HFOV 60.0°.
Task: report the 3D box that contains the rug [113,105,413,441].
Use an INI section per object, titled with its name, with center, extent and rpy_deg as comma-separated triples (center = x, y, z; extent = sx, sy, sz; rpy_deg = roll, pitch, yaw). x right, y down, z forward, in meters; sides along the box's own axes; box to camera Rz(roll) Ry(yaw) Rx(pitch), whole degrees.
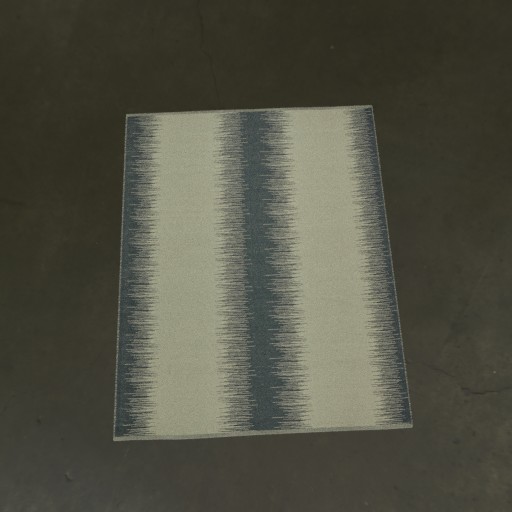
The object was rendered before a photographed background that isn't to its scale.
[rug]
center = 0.000, 0.000, 4.016
extent = 2.453, 0.004, 3.037
rpy_deg = -2, 75, -1
